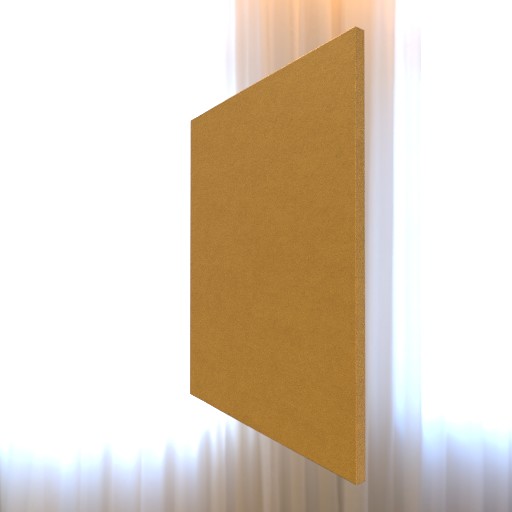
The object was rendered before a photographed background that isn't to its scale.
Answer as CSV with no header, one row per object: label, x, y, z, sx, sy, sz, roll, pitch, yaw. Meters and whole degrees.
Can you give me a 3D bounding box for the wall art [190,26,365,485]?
wall art,0.000,0.000,1.302,0.030,1.002,0.798,0,-1,-35
